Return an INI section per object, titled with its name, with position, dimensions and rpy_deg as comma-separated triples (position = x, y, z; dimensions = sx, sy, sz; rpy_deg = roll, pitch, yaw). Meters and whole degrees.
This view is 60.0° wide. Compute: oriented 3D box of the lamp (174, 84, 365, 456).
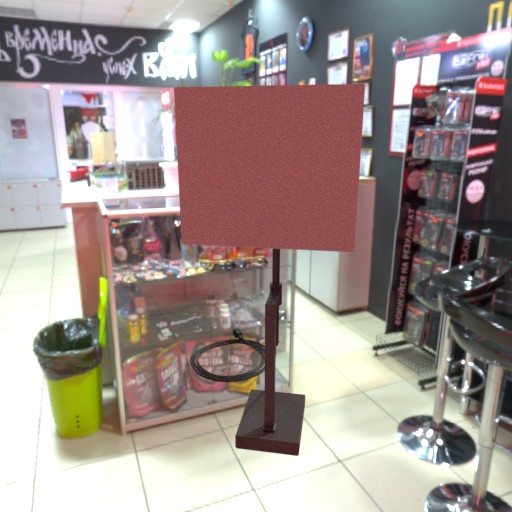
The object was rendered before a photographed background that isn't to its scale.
[lamp]
position = 0.000, 0.000, 0.979
dimensions = 0.399, 0.660, 0.504
rpy_deg = 3, 16, 10
